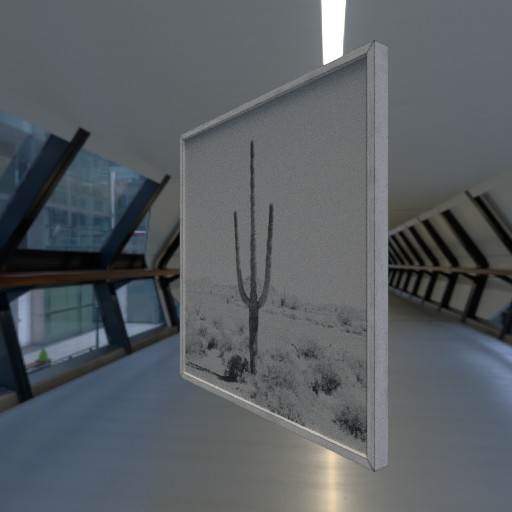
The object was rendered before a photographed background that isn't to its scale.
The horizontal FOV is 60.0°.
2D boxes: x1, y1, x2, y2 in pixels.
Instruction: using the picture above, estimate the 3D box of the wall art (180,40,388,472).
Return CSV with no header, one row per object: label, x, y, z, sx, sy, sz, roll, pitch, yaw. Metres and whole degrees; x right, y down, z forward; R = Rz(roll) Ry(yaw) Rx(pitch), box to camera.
wall art,0.000,0.000,1.100,0.038,0.762,0.762,0,0,-36
